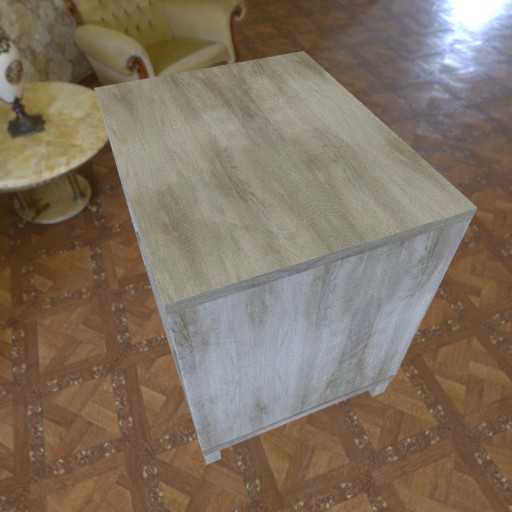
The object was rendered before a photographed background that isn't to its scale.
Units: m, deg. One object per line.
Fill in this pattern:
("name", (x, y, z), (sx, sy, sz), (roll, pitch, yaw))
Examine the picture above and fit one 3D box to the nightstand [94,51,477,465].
("nightstand", (0.000, 0.000, 0.732), (0.347, 0.448, 0.427), (-16, 50, -15))
